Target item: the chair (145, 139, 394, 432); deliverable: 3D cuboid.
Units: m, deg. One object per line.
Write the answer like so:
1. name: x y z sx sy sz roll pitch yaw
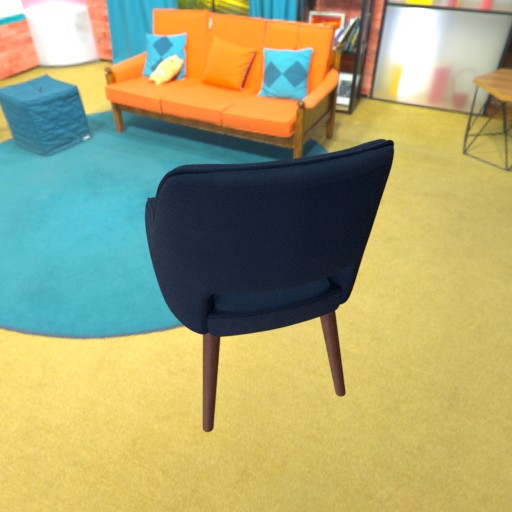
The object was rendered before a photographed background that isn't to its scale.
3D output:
1. chair: 0.000 0.000 1.221 0.559 0.844 0.591 -10 40 -12
